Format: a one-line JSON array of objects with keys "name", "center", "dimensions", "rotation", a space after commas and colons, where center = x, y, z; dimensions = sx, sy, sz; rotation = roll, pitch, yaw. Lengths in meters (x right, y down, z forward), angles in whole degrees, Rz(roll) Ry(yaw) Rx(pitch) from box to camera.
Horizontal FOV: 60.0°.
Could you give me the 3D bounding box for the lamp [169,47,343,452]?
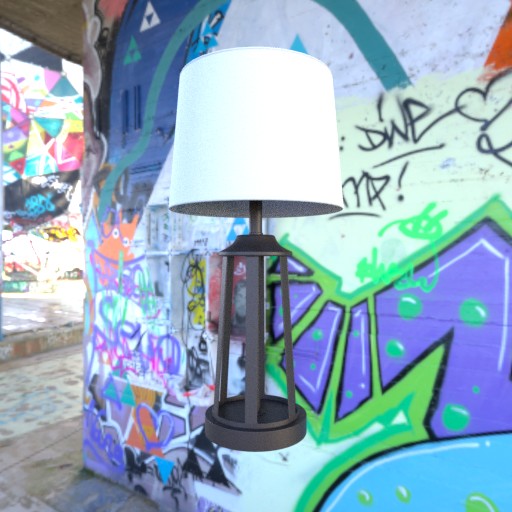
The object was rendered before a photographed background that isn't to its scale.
[{"name": "lamp", "center": [0.000, 0.000, 0.649], "dimensions": [0.251, 0.509, 0.251], "rotation": [0, 0, 0]}]
